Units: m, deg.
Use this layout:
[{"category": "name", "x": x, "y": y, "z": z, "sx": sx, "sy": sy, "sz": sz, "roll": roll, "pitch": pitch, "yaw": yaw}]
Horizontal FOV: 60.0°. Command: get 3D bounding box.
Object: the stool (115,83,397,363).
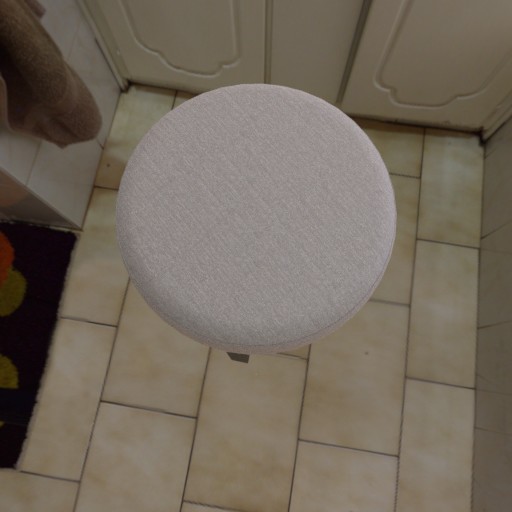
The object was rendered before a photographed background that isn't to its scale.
[{"category": "stool", "x": 0.000, "y": 0.000, "z": 0.969, "sx": 0.443, "sy": 0.672, "sz": 0.443, "roll": 0, "pitch": 75, "yaw": 0}]
